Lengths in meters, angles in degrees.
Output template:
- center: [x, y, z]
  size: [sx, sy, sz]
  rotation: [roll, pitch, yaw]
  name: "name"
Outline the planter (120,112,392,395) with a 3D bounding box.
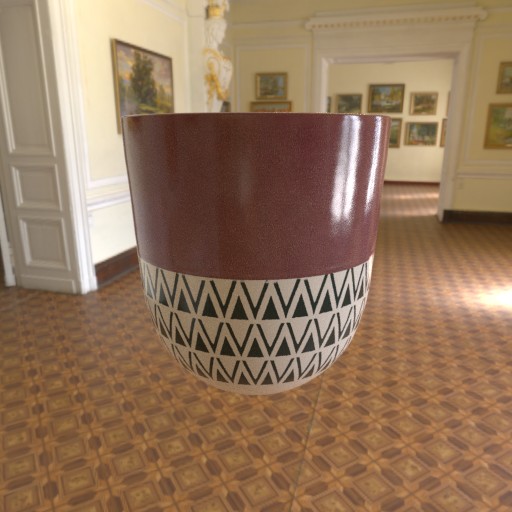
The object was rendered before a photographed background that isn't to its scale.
- center: [0.000, 0.000, 0.360]
  size: [0.195, 0.214, 0.195]
  rotation: [0, 16, 0]
  name: "planter"
